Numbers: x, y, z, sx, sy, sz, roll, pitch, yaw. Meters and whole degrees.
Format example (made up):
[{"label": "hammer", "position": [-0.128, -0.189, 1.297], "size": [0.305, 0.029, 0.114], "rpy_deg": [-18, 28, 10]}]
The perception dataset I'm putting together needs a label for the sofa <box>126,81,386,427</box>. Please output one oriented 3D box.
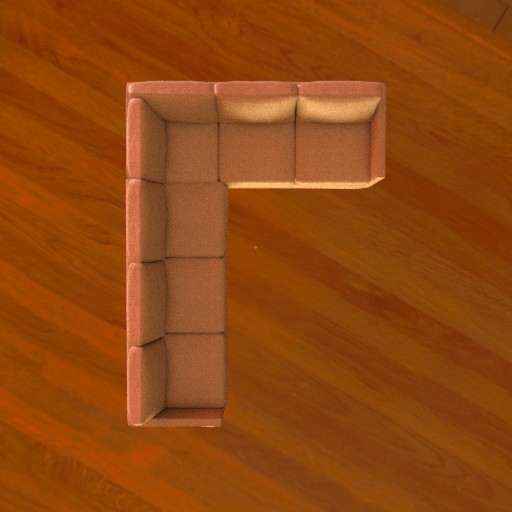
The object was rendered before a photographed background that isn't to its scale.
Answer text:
[{"label": "sofa", "position": [0.000, 0.000, 4.478], "size": [2.522, 0.934, 3.333], "rpy_deg": [0, 91, 0]}]
